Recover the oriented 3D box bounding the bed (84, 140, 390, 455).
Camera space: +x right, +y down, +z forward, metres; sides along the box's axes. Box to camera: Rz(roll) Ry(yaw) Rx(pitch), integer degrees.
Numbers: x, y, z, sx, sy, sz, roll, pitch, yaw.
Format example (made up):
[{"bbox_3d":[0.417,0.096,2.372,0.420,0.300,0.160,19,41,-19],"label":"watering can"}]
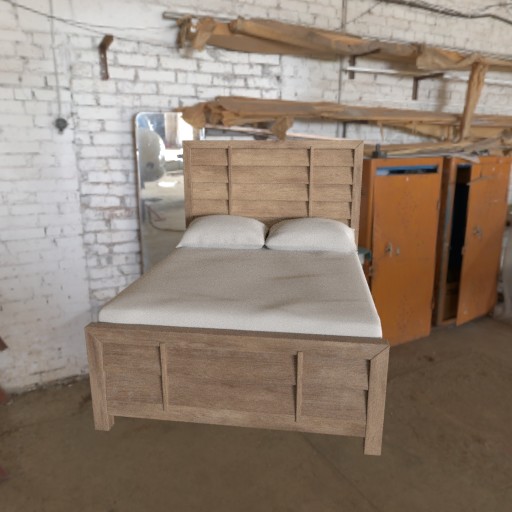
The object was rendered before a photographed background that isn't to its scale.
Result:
[{"bbox_3d":[0.000,0.000,3.222,1.615,1.631,2.017,2,15,8],"label":"bed"}]
